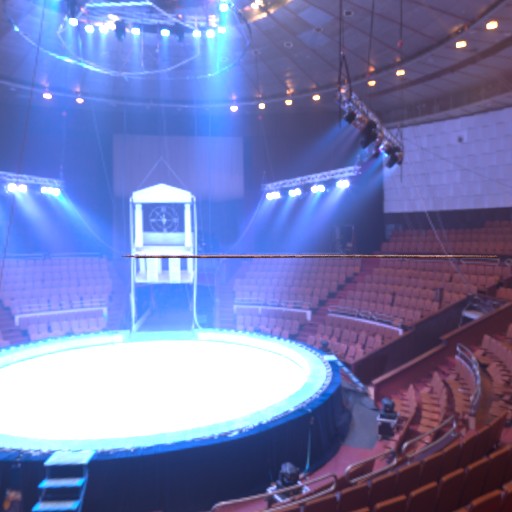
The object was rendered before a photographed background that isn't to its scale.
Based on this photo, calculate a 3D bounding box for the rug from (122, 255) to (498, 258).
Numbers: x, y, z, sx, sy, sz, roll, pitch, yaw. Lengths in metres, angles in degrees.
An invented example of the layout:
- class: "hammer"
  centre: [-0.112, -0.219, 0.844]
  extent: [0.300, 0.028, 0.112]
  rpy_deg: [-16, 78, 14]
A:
- class: "rug"
  centre: [0.000, 0.000, 4.330]
  extent: [2.441, 0.020, 3.419]
  rpy_deg: [0, 0, -18]
